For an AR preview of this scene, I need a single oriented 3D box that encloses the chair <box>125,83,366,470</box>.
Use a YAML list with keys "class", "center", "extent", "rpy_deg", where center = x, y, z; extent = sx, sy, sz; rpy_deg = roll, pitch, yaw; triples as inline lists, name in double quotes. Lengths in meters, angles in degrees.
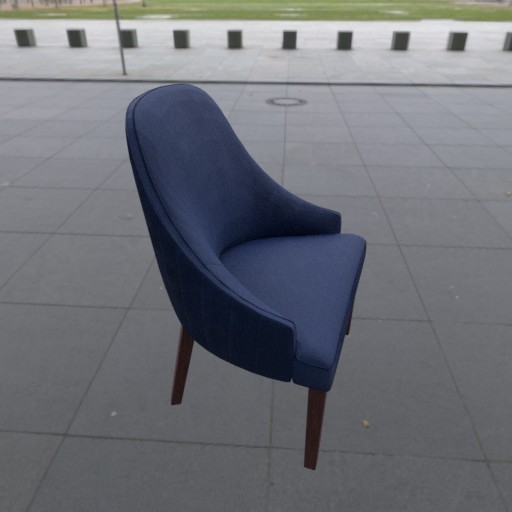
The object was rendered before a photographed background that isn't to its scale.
- class: "chair"
  center: [0.000, 0.000, 1.273]
  extent: [0.575, 0.889, 0.643]
  rpy_deg: [10, 32, 16]
